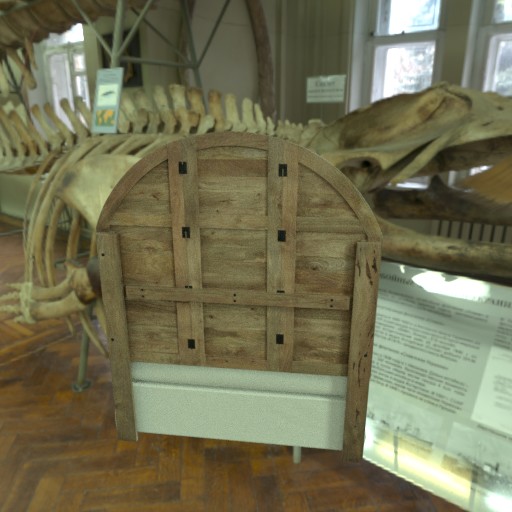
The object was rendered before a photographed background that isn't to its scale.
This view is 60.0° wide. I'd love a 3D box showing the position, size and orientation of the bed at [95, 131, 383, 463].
[{"bbox_3d":[0.000,0.000,3.575,1.713,2.002,2.112,2,18,7],"label":"bed"}]
